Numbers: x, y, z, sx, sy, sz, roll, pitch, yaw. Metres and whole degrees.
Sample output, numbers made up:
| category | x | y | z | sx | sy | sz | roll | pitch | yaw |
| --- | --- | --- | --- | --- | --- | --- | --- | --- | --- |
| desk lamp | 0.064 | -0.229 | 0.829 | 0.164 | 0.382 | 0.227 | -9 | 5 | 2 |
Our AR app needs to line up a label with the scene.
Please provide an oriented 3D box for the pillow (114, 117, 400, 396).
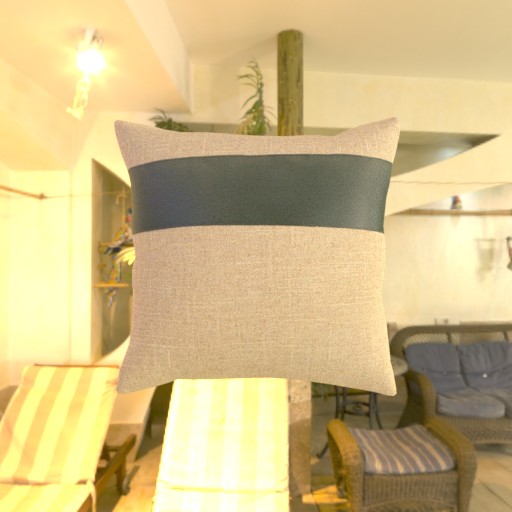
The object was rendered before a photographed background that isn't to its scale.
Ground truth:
| category | x | y | z | sx | sy | sz | roll | pitch | yaw |
| --- | --- | --- | --- | --- | --- | --- | --- | --- | --- |
| pillow | 0.000 | 0.000 | 0.641 | 0.414 | 0.399 | 0.173 | 0 | -1 | 1 |
